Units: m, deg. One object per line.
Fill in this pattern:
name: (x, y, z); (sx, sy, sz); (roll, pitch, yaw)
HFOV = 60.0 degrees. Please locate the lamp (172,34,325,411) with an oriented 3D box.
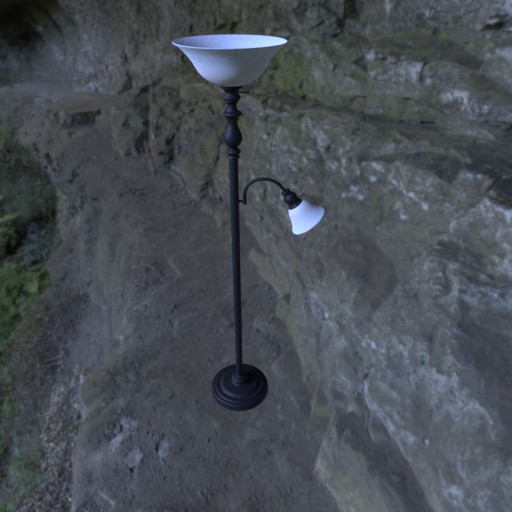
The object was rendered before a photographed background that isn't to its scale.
lamp: (0.000, 0.000, 2.042); (0.588, 1.793, 0.405); (2, 32, 3)
